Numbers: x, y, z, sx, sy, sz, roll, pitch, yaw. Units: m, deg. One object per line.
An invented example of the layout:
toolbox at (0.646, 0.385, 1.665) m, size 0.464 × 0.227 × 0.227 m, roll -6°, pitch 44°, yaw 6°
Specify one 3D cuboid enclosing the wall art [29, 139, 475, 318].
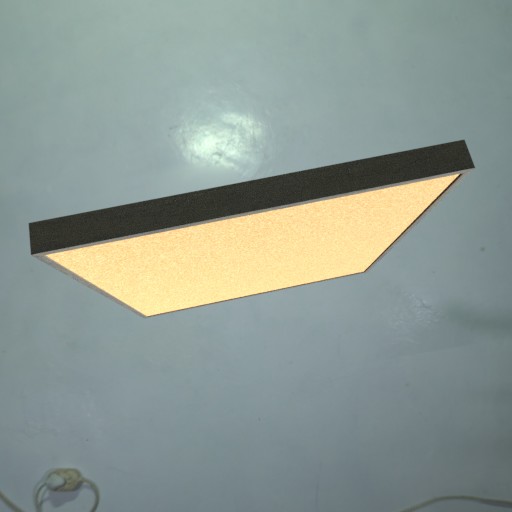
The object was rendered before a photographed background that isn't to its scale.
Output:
wall art at (0.000, 0.000, 0.744) m, size 0.507 × 0.507 × 0.037 m, roll -11°, pitch 75°, yaw -3°
